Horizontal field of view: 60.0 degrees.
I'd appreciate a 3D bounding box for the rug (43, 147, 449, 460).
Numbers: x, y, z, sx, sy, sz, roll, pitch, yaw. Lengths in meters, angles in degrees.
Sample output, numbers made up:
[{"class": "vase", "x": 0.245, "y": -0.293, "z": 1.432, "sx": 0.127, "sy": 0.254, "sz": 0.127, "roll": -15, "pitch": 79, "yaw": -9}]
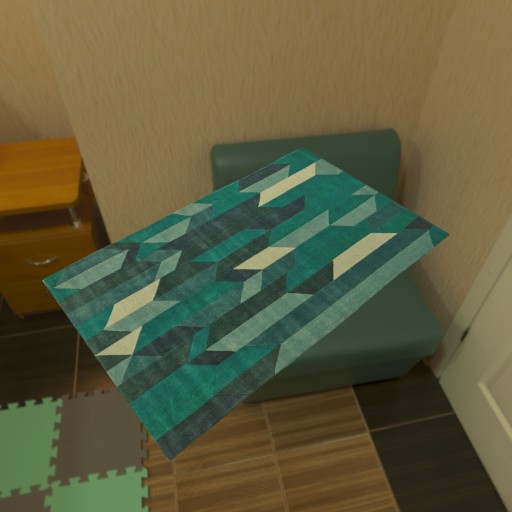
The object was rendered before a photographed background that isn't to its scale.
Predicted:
[{"class": "rug", "x": 0.000, "y": 0.000, "z": 3.077, "sx": 2.420, "sy": 0.005, "sz": 1.528, "roll": -32, "pitch": 54, "yaw": -27}]
